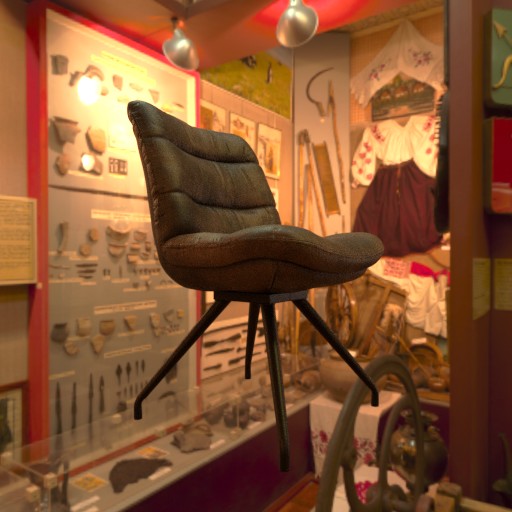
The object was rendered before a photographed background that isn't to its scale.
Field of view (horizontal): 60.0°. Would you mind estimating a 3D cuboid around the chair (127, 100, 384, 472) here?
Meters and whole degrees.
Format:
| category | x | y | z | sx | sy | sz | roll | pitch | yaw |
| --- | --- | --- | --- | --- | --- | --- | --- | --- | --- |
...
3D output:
| category | x | y | z | sx | sy | sz | roll | pitch | yaw |
| --- | --- | --- | --- | --- | --- | --- | --- | --- | --- |
| chair | 0.000 | 0.000 | 1.246 | 0.622 | 0.870 | 0.549 | 0 | 0 | 37 |
